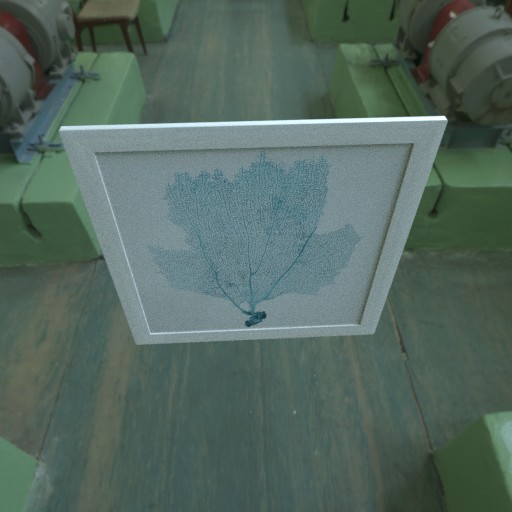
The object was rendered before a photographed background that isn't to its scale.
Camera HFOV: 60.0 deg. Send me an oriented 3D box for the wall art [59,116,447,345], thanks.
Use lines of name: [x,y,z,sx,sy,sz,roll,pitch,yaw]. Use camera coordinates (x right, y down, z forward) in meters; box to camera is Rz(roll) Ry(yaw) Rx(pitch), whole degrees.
wall art: [0.000,0.000,0.880,0.584,0.584,0.013,-2,47,-2]
